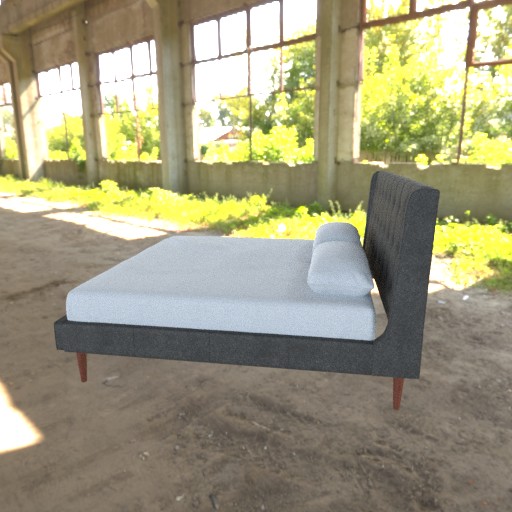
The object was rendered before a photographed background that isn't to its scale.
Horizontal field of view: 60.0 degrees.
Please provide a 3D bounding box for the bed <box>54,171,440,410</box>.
[{"bbox_3d":[0.000,0.000,2.586,1.638,0.933,1.531,2,13,9],"label":"bed"}]
